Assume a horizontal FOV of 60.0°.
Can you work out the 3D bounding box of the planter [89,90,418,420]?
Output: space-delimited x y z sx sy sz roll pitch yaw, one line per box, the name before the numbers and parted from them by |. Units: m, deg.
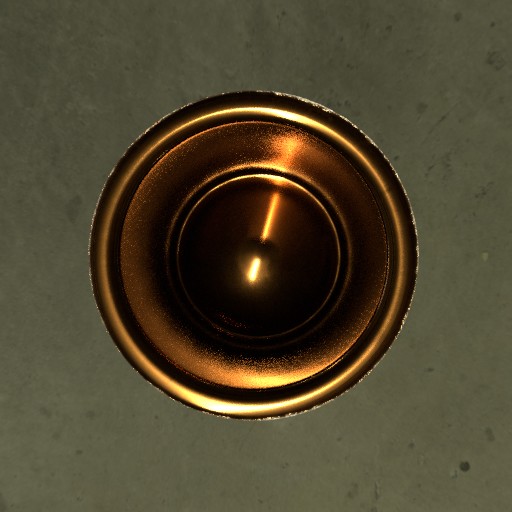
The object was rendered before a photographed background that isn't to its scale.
planter | 0.000 0.000 0.310 0.177 0.157 0.177 0 90 2
